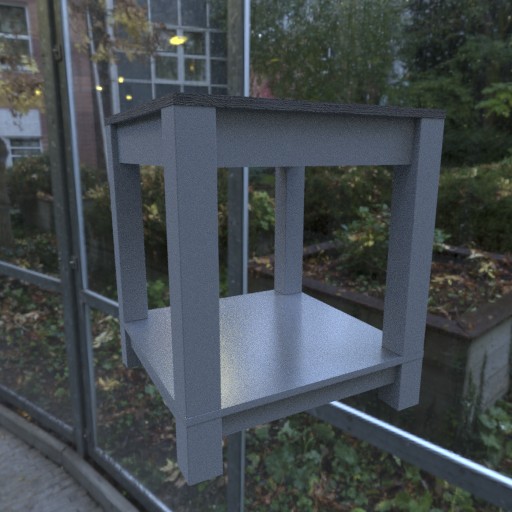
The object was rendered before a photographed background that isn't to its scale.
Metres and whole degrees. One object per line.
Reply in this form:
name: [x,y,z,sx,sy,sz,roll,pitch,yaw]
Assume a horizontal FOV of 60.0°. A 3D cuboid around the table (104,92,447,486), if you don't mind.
table: [0.000,0.000,0.963,0.506,0.587,0.504,-7,15,-27]
